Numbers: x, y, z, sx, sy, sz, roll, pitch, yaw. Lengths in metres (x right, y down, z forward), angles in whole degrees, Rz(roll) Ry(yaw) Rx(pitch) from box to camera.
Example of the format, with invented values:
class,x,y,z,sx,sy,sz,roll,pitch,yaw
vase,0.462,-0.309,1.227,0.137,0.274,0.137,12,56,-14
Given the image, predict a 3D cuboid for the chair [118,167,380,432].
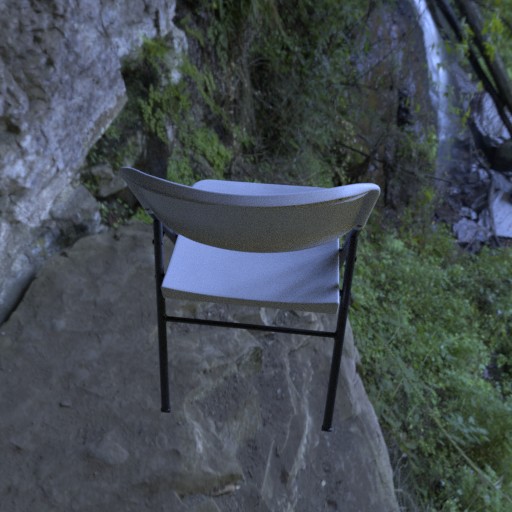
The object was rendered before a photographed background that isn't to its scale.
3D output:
class,x,y,z,sx,sy,sz,roll,pitch,yaw
chair,0.000,0.000,1.160,0.494,0.810,0.566,5,46,5
